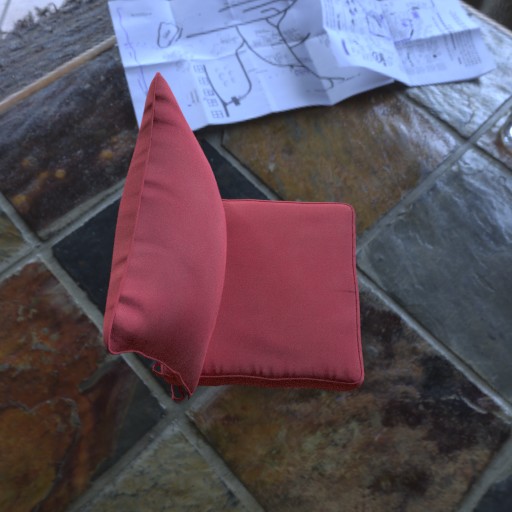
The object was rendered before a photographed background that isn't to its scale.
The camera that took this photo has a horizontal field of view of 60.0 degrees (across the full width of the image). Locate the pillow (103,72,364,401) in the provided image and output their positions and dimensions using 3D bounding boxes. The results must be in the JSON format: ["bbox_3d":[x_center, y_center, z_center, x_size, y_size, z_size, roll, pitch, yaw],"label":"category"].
[{"bbox_3d":[0.000,0.000,1.360,0.733,0.725,0.798,2,65,1],"label":"pillow"}]
